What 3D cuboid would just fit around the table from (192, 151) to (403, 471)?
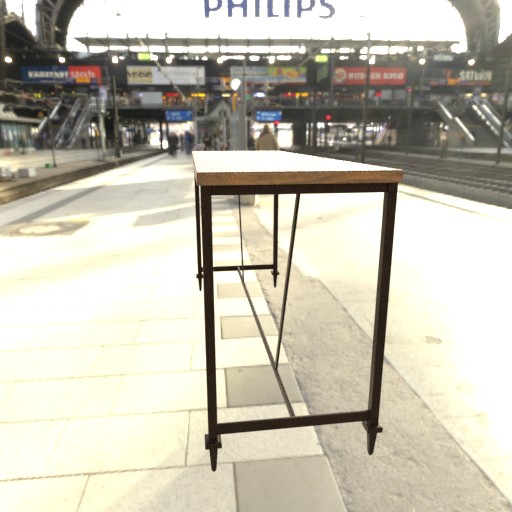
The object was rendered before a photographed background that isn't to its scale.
[{"bbox_3d":[0.000,0.000,2.065,0.551,0.902,1.700,-2,15,-8],"label":"table"}]
